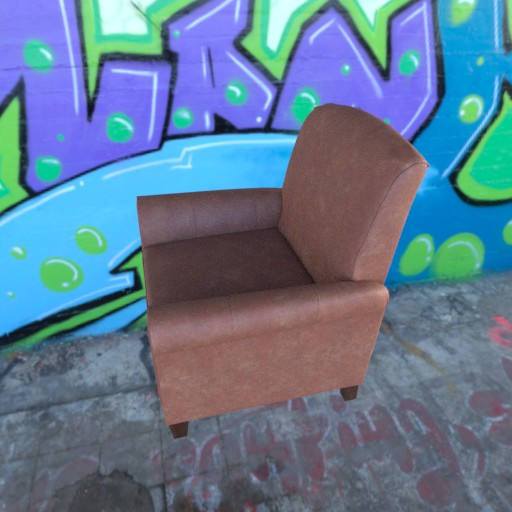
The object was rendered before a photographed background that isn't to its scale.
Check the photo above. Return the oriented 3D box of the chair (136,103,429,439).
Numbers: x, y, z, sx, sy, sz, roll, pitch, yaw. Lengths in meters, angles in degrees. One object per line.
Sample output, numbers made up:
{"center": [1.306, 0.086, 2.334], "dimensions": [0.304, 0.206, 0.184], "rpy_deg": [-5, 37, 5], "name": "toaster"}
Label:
{"center": [0.000, 0.000, 1.762], "dimensions": [0.902, 1.061, 0.978], "rpy_deg": [-8, 32, -13], "name": "chair"}
